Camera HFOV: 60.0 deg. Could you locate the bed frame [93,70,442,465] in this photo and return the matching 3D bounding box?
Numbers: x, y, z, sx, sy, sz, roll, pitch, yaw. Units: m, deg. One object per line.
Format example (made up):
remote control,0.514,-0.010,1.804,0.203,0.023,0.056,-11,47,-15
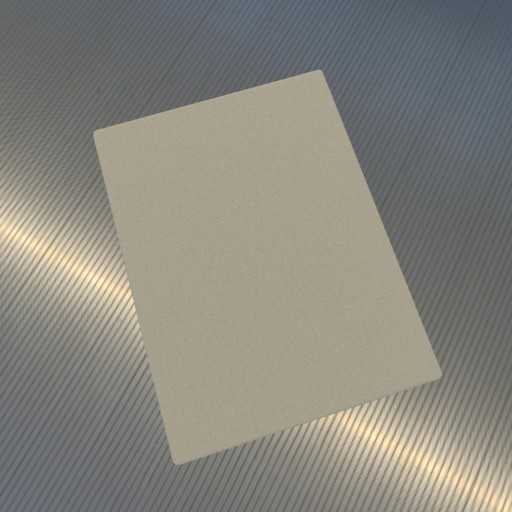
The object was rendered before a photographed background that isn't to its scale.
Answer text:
bed frame,0.000,0.000,3.652,1.990,0.680,2.635,-17,77,-4
